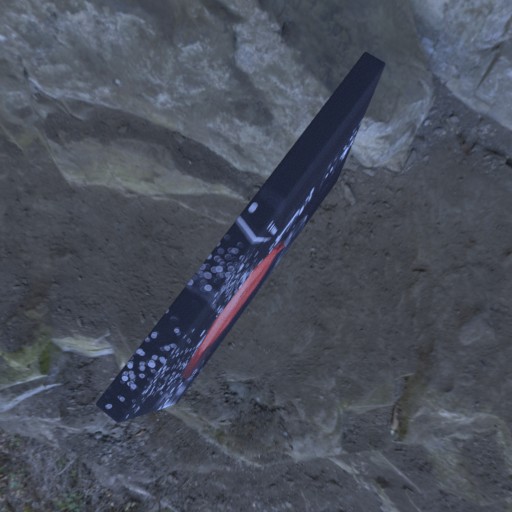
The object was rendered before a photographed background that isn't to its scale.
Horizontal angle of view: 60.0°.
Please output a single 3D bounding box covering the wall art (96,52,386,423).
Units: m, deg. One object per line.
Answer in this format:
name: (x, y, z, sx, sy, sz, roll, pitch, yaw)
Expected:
wall art: (0.000, 0.000, 0.782, 0.037, 0.406, 0.609, 34, 77, 9)
